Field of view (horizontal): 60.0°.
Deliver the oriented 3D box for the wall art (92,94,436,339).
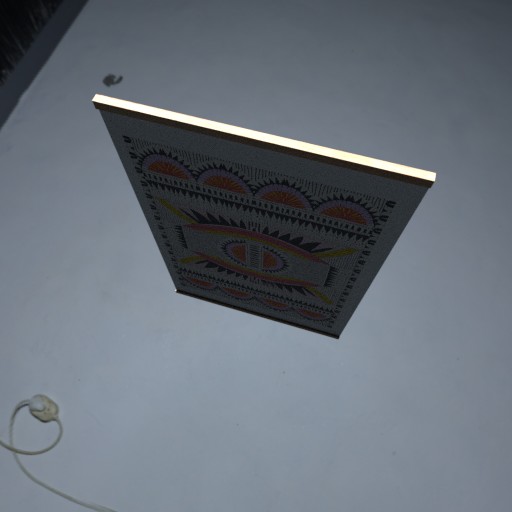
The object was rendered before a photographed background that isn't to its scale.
[{"bbox_3d":[0.000,0.000,1.933,0.999,1.533,0.028,15,65,7],"label":"wall art"}]
